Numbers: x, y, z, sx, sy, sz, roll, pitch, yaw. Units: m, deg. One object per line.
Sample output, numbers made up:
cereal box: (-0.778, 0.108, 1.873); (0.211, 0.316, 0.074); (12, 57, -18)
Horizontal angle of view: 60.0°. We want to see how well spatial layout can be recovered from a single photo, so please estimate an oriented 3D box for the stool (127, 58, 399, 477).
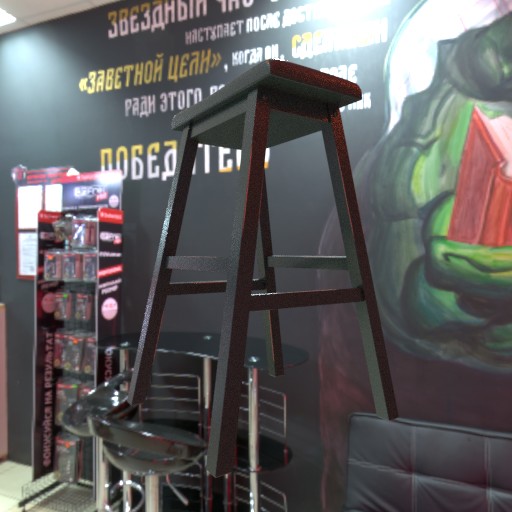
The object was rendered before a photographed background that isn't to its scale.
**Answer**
stool: (0.000, 0.000, 1.060); (0.476, 0.737, 0.457); (0, 1, -34)
